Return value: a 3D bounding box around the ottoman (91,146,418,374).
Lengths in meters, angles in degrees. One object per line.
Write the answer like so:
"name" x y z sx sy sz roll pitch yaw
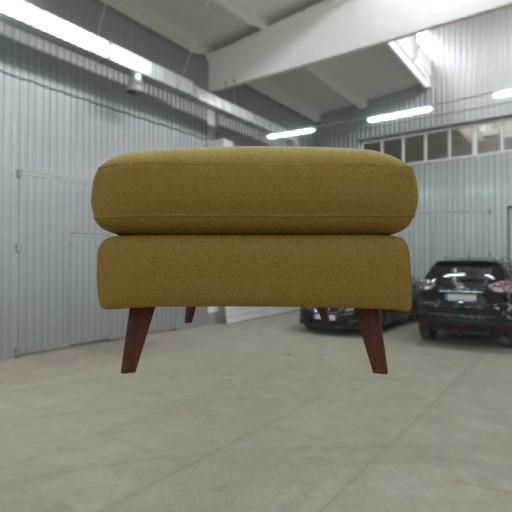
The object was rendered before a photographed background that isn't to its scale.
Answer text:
"ottoman" 0.000 0.000 1.180 0.608 0.449 0.811 0 -1 1
